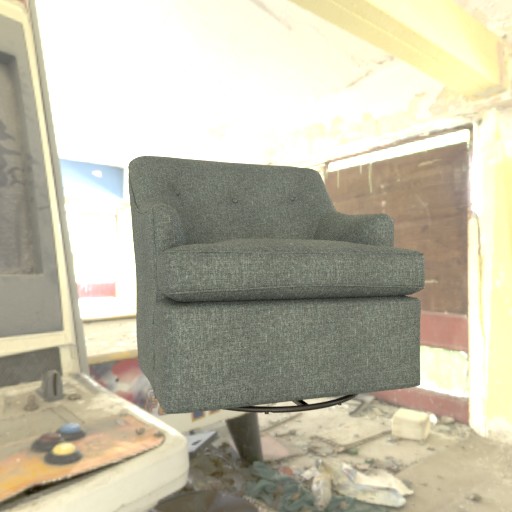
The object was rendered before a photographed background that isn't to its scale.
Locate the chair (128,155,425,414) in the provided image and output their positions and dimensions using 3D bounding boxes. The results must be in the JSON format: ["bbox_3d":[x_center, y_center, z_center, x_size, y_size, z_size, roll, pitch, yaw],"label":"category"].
[{"bbox_3d":[0.000,0.000,1.609,0.864,0.856,0.923,0,-1,-19],"label":"chair"}]
